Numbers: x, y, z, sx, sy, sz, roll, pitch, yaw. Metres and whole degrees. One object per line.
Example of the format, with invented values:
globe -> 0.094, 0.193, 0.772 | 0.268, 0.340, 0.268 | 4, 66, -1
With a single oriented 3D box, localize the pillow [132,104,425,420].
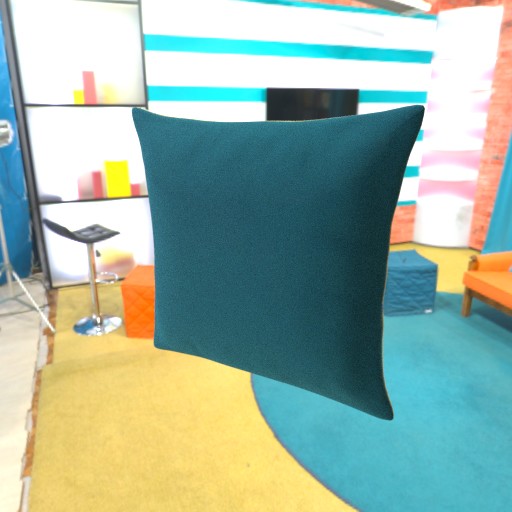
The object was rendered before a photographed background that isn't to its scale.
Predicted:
pillow -> 0.000, 0.000, 0.791 | 0.525, 0.508, 0.166 | 9, 20, 27
